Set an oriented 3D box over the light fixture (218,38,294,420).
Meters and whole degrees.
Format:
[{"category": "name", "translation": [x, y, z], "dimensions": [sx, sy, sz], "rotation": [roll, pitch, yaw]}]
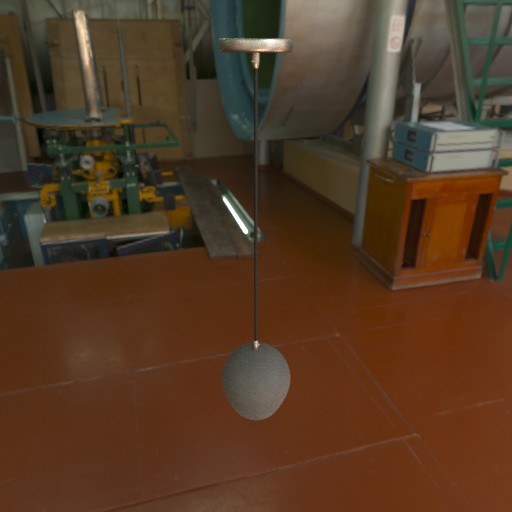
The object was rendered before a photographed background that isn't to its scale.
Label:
[{"category": "light fixture", "translation": [0.000, 0.000, 0.864], "dimensions": [0.153, 0.760, 0.153], "rotation": [8, 27, 16]}]
